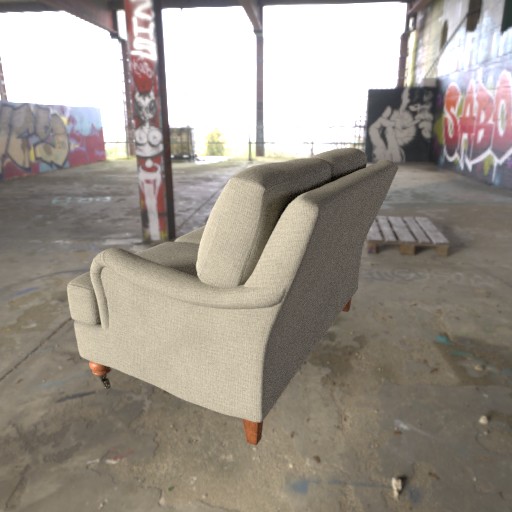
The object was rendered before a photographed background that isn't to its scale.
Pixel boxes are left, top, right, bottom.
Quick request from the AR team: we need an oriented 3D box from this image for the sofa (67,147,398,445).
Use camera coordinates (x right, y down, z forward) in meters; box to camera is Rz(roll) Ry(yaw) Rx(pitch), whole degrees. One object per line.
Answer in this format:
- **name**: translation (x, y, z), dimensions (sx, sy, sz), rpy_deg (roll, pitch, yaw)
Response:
- **sofa**: translation (0.000, 0.000, 2.198), dimensions (1.087, 0.999, 1.480), rpy_deg (8, 19, 25)
